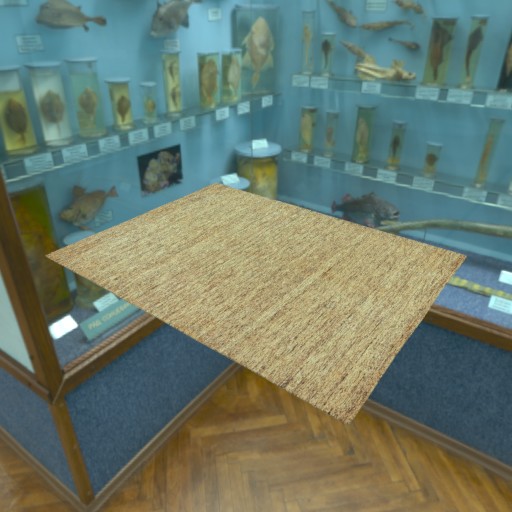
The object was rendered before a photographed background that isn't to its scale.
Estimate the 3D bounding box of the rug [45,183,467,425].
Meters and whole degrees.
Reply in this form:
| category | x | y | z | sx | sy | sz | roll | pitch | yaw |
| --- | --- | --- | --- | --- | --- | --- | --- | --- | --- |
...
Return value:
| category | x | y | z | sx | sy | sz | roll | pitch | yaw |
| --- | --- | --- | --- | --- | --- | --- | --- | --- | --- |
| rug | 0.000 | 0.000 | 4.224 | 3.200 | 0.012 | 2.438 | 21 | 36 | 32 |
